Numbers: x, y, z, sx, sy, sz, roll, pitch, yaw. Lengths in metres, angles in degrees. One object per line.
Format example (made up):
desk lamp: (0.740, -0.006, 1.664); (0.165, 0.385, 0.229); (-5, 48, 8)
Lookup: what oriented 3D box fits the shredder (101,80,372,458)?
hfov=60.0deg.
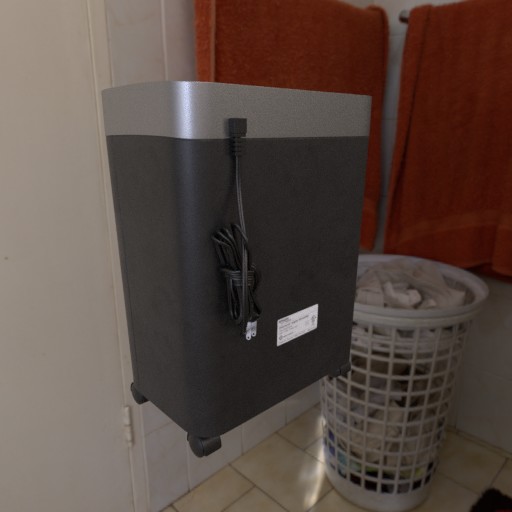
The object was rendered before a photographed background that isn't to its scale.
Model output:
shredder: (0.000, 0.000, 0.594); (0.311, 0.419, 0.237); (-14, 21, -41)
